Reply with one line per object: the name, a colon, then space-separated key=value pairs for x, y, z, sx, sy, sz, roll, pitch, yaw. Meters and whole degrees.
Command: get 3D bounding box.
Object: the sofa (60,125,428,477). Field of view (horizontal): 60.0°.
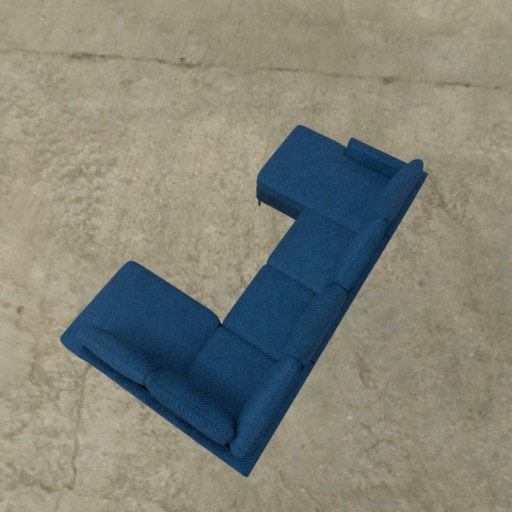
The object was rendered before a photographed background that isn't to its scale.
sofa: x=0.000 y=0.000 z=4.409 sx=2.055 sy=0.992 sz=3.434 roll=31 pitch=67 yaw=14
